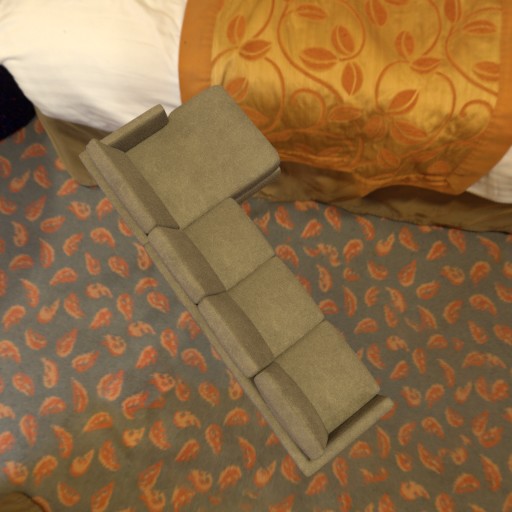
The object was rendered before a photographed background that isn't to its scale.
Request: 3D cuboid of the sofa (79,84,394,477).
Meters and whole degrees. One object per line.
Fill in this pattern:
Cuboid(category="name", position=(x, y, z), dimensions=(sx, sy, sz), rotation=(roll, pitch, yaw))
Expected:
Cuboid(category="sofa", position=(0.000, 0.000, 4.142), dimensions=(1.604, 0.950, 3.471), rotation=(-36, 79, -8))
